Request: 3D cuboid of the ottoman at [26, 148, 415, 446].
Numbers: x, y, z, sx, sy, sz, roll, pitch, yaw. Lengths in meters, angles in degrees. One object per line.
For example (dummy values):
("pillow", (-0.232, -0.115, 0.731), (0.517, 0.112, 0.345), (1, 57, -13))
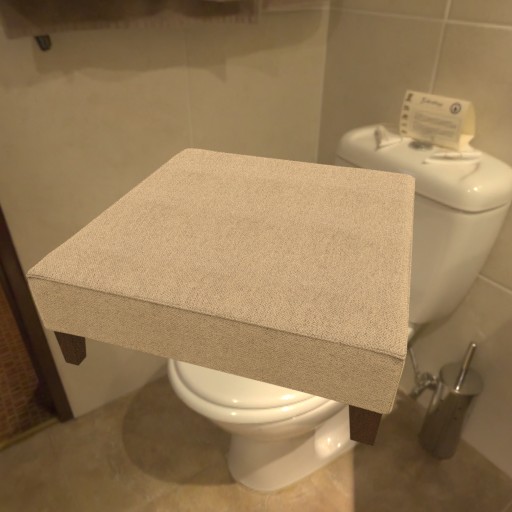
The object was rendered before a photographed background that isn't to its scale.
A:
("ottoman", (0.000, 0.000, 1.498), (0.973, 0.381, 0.982), (10, 35, 15))
